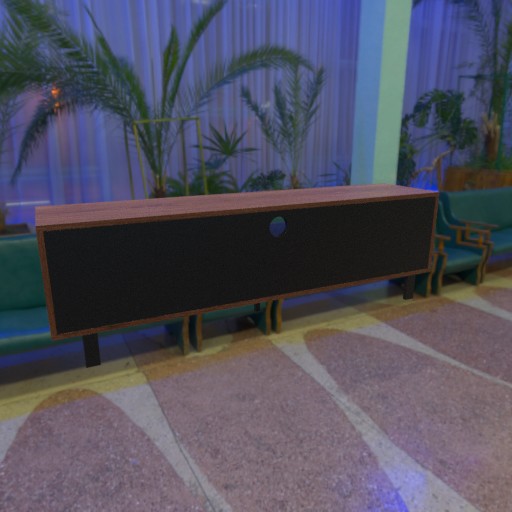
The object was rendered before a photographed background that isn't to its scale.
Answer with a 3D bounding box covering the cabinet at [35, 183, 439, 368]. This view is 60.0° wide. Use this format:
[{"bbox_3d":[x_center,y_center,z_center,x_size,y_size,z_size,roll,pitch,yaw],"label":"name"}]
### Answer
[{"bbox_3d":[0.000,0.000,1.905,1.650,0.500,0.400,-8,18,-25],"label":"cabinet"}]
